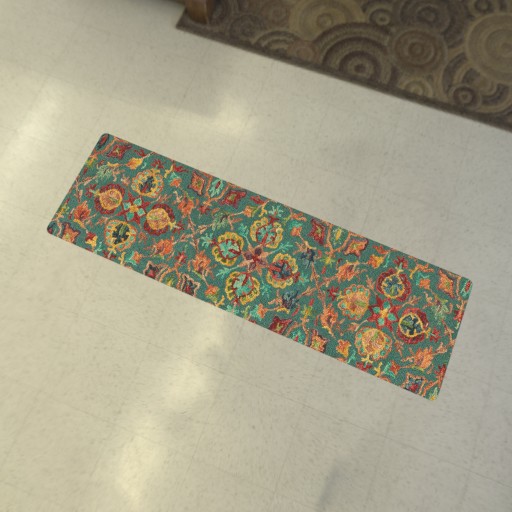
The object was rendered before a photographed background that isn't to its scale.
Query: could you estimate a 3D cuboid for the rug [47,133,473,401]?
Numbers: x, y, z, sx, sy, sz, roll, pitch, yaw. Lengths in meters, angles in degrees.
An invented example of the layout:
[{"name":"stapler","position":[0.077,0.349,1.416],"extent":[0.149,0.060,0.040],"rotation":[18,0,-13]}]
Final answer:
[{"name":"rug","position":[0.000,0.000,2.448],"extent":[2.286,0.013,0.686],"rotation":[23,76,6]}]
